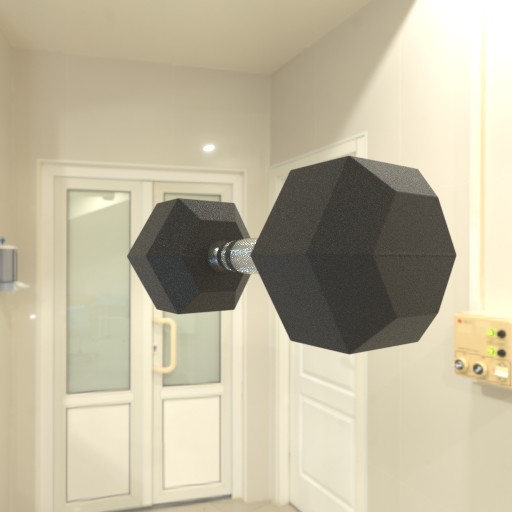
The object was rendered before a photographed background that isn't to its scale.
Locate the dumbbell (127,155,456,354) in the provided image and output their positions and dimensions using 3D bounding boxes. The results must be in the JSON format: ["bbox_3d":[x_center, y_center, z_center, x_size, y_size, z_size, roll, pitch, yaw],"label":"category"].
[{"bbox_3d":[0.000,0.000,0.378,0.129,0.113,0.315,0,0,-36],"label":"dumbbell"}]
